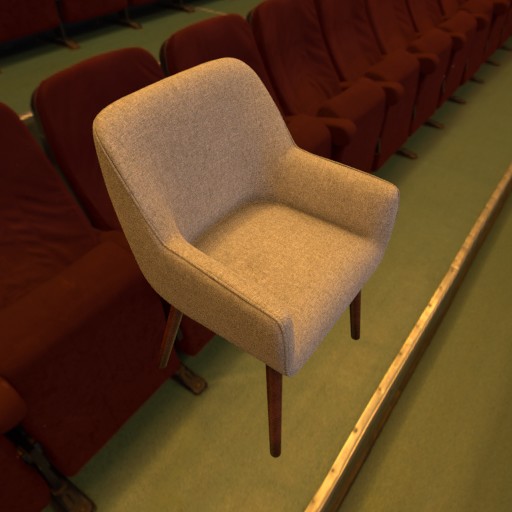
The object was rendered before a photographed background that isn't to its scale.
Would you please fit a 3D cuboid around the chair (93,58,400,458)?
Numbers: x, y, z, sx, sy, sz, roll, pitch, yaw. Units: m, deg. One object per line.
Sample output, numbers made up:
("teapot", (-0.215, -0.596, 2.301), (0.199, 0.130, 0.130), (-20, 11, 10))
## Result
("chair", (0.000, 0.000, 1.140), (0.519, 0.803, 0.543), (26, 48, 26))
